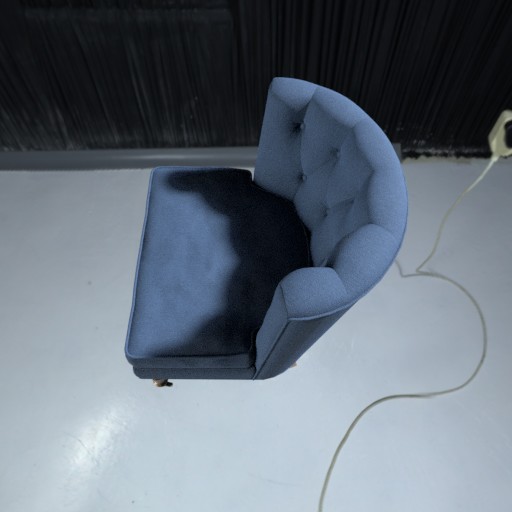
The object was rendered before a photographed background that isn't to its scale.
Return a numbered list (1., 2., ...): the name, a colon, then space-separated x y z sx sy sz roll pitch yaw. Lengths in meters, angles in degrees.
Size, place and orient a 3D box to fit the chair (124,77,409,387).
1. chair: 0.000 0.000 1.360 0.718 0.771 0.740 -1 58 0
